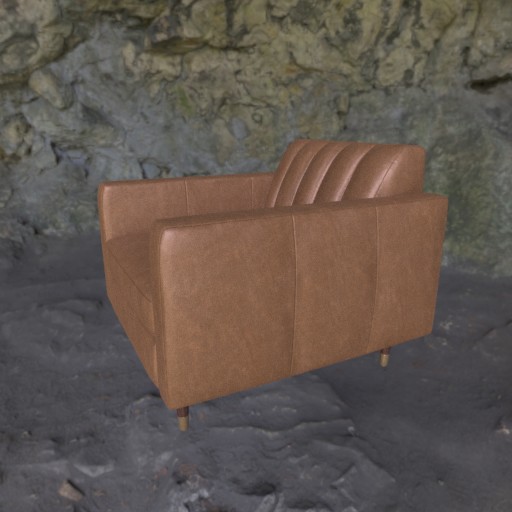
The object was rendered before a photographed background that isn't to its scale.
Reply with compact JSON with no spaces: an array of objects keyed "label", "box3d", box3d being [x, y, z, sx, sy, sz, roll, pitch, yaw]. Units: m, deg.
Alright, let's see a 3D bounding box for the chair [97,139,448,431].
[{"label":"chair","box3d":[0.000,0.000,1.664,0.998,0.819,0.953,-9,19,-26]}]
